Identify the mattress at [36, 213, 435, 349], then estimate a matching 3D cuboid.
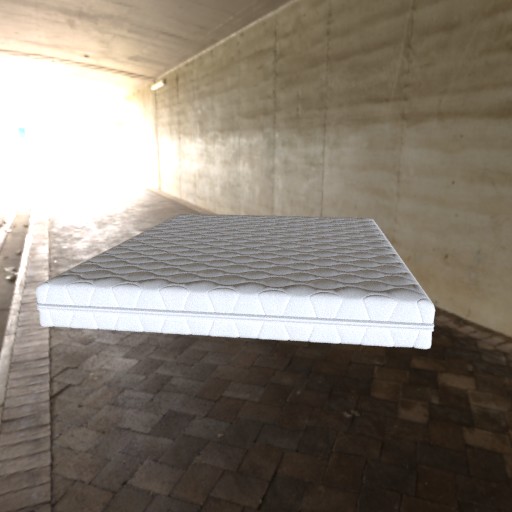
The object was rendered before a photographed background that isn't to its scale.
[{"bbox_3d":[0.000,0.000,2.656,1.600,0.200,1.900,2,14,8],"label":"mattress"}]
